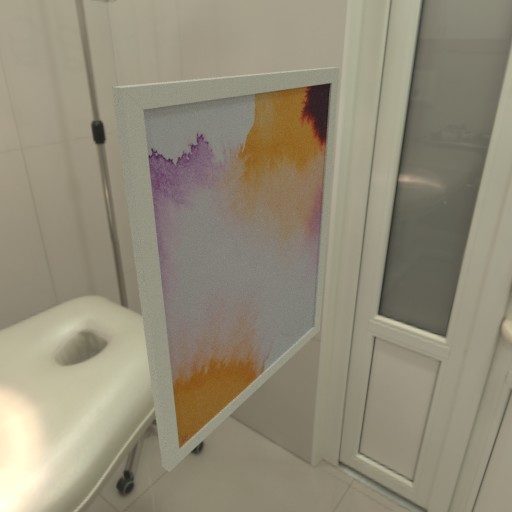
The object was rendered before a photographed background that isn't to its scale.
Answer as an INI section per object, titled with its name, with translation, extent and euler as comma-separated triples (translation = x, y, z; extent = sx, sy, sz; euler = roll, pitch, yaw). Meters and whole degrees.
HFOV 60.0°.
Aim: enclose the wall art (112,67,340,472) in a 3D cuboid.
[wall art]
translation = 0.000, 0.000, 0.601
extent = 0.013, 0.456, 0.382
euler = 18, 31, 33
